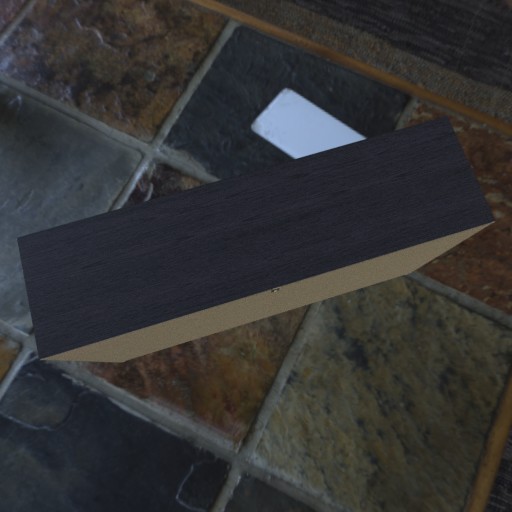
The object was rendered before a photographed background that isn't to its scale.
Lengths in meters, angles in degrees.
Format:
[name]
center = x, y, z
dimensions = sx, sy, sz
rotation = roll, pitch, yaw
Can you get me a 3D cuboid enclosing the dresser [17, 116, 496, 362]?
[dresser]
center = 0.000, 0.000, 1.671
dimensions = 1.360, 0.755, 0.401
rotation = -17, 76, -4
